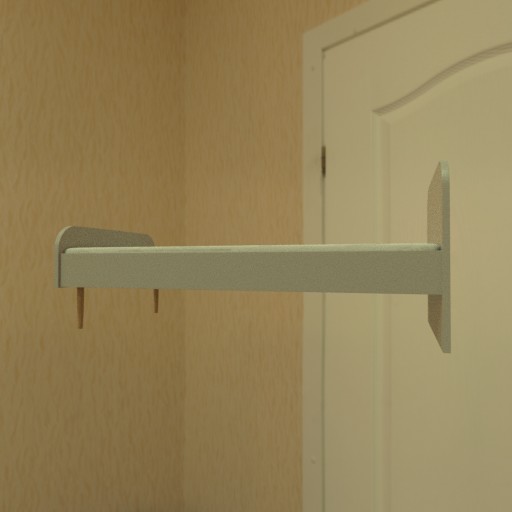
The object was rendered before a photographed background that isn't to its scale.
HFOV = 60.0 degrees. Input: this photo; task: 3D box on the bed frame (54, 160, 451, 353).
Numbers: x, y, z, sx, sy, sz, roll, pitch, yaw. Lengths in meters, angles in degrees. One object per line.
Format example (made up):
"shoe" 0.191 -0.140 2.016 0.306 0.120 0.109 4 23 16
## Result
"bed frame" 0.000 0.000 2.558 1.963 0.805 0.998 0 -1 18
